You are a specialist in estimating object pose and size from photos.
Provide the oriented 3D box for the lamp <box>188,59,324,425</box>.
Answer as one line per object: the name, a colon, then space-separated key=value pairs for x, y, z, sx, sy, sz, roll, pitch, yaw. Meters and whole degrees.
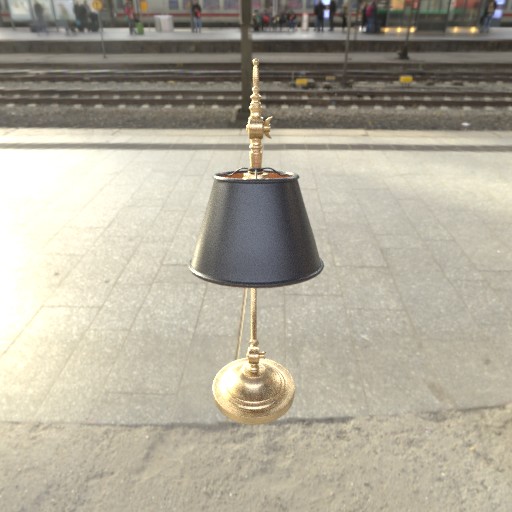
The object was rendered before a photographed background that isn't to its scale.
lamp: x=0.000 y=0.000 z=0.830 sx=0.235 sy=0.675 sz=0.344 roll=0 pitch=29 yaw=0
